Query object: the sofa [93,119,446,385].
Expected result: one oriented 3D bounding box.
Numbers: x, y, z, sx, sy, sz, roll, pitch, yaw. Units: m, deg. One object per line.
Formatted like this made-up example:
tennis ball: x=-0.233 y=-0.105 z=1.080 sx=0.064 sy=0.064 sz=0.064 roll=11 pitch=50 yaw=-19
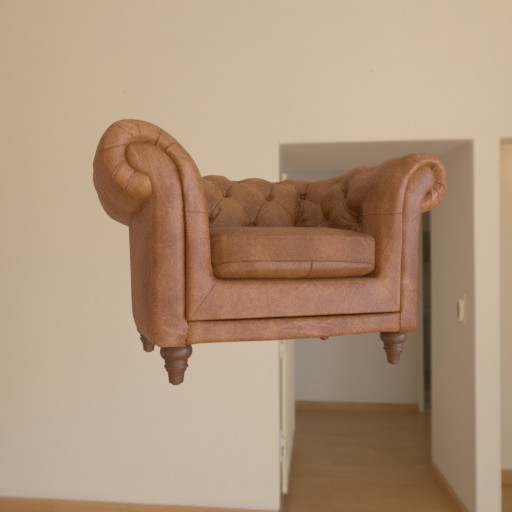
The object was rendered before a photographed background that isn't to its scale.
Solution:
sofa: x=0.000 y=0.000 z=2.031 sx=1.405 sy=0.878 sz=1.033 roll=0 pitch=-1 yaw=-20
